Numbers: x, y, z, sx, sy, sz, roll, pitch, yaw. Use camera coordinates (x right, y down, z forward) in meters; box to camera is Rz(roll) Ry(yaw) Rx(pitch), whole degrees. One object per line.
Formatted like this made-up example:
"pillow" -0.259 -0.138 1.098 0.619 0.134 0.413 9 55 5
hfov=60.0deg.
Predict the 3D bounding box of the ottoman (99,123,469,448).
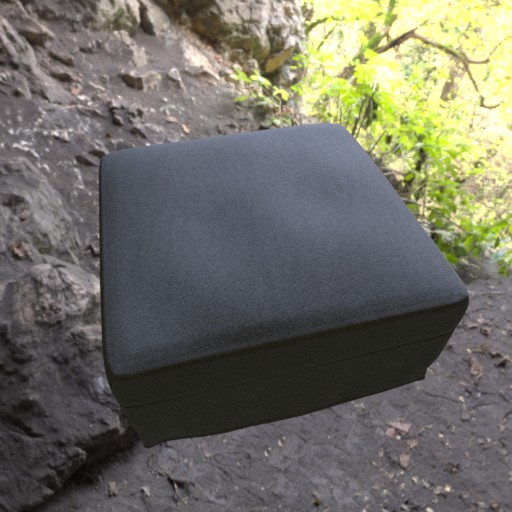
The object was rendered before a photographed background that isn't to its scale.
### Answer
"ottoman" 0.000 0.000 1.328 0.843 0.441 0.842 -10 47 -10
